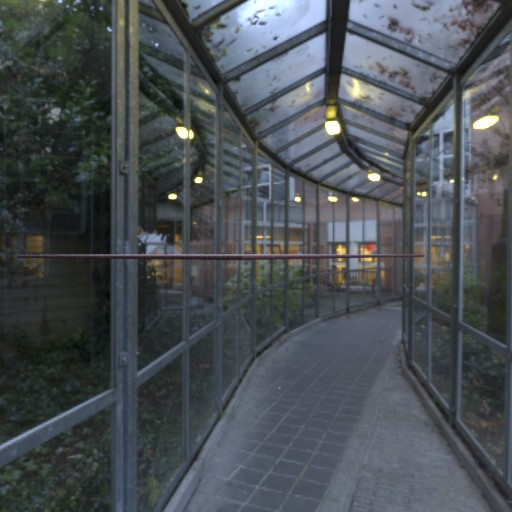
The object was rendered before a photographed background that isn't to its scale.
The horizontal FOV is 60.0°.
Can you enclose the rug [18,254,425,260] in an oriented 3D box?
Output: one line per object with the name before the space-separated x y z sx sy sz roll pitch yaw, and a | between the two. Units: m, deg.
rug | 0.000 0.000 5.751 3.033 0.033 4.578 0 0 35
